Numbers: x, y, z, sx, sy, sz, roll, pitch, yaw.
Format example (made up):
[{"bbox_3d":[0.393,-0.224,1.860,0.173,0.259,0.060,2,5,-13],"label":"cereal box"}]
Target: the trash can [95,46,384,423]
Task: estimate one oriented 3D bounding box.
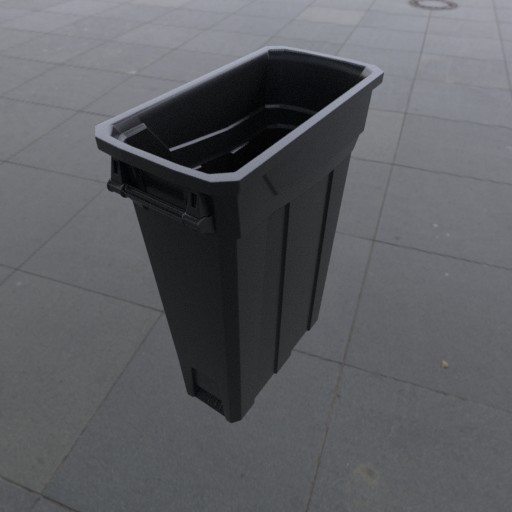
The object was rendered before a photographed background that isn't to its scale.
[{"bbox_3d":[0.000,0.000,1.038,0.281,0.762,0.559,25,47,25],"label":"trash can"}]
